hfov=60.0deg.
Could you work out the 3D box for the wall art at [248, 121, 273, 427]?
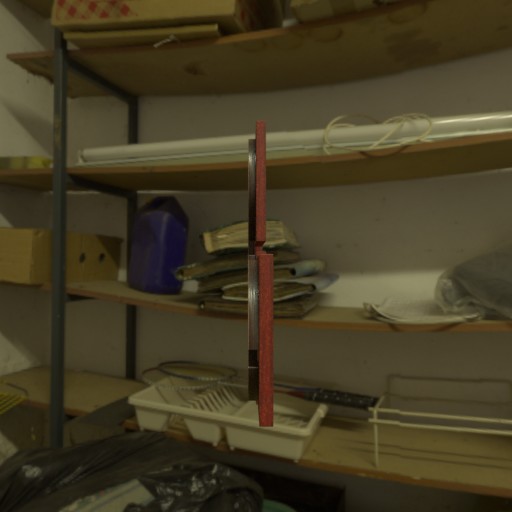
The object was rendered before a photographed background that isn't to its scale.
[{"bbox_3d":[0.000,0.000,0.841,0.030,0.497,0.635,0,-1,-1],"label":"wall art"}]
